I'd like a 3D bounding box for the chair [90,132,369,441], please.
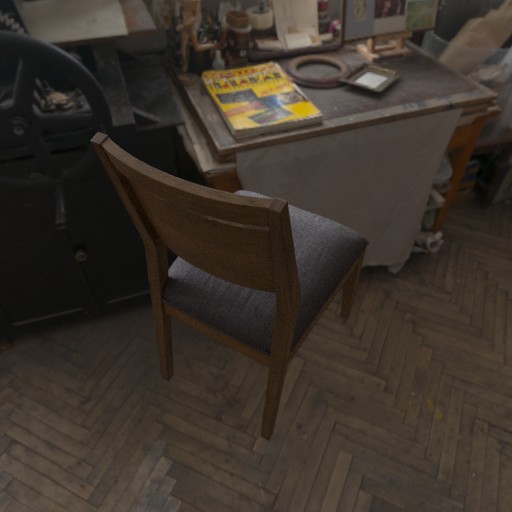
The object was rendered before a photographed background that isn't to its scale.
[{"bbox_3d":[0.000,0.000,1.292,0.501,0.939,0.610,23,51,21],"label":"chair"}]
